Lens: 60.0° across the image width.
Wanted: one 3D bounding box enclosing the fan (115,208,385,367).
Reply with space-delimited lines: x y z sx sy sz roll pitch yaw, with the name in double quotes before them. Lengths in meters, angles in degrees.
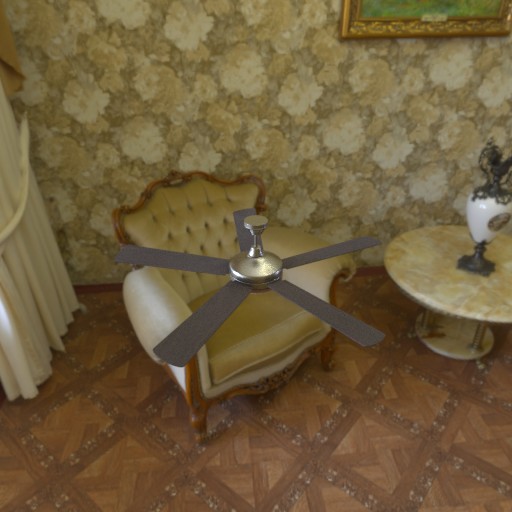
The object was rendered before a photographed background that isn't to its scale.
"fan" 0.000 0.000 2.009 1.321 0.356 1.321 22 36 33
